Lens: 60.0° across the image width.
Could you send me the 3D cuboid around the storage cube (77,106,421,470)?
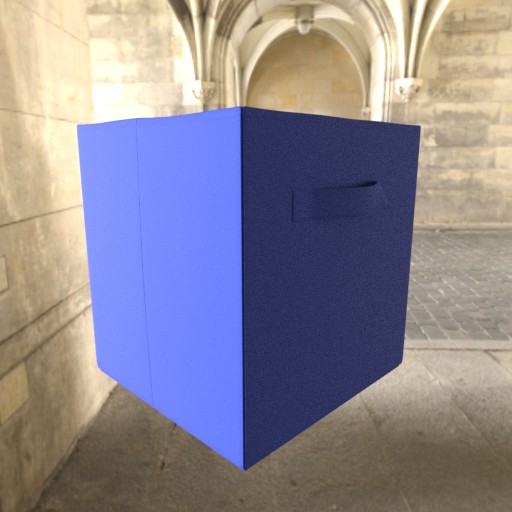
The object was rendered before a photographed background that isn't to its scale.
[{"bbox_3d":[0.000,0.000,0.492,0.270,0.280,0.270,12,17,43],"label":"storage cube"}]
